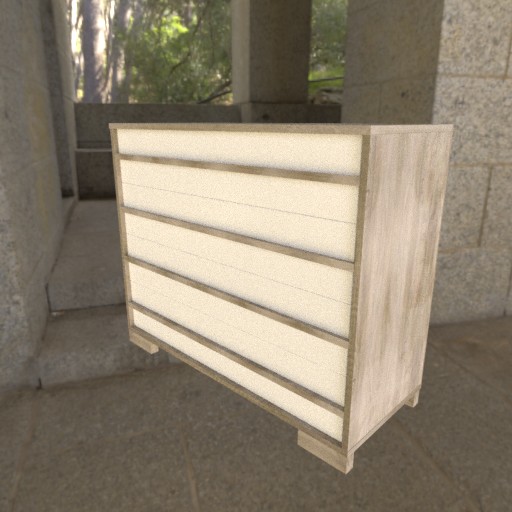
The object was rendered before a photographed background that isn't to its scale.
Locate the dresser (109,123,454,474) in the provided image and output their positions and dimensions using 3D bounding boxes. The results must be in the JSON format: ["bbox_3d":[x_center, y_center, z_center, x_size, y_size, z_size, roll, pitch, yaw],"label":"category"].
[{"bbox_3d":[0.000,0.000,1.425,0.994,0.816,0.404,16,23,42],"label":"dresser"}]
